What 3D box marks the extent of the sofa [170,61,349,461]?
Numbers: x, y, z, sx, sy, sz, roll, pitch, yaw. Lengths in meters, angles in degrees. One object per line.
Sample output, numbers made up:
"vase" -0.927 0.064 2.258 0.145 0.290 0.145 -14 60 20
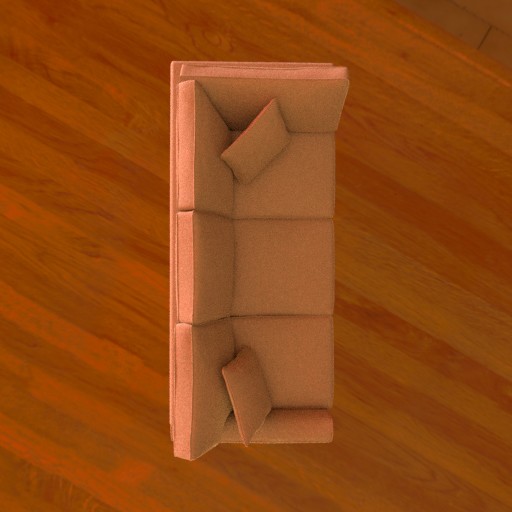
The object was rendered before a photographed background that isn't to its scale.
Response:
"sofa" 0.000 0.000 2.899 1.061 0.962 2.317 0 89 -1
